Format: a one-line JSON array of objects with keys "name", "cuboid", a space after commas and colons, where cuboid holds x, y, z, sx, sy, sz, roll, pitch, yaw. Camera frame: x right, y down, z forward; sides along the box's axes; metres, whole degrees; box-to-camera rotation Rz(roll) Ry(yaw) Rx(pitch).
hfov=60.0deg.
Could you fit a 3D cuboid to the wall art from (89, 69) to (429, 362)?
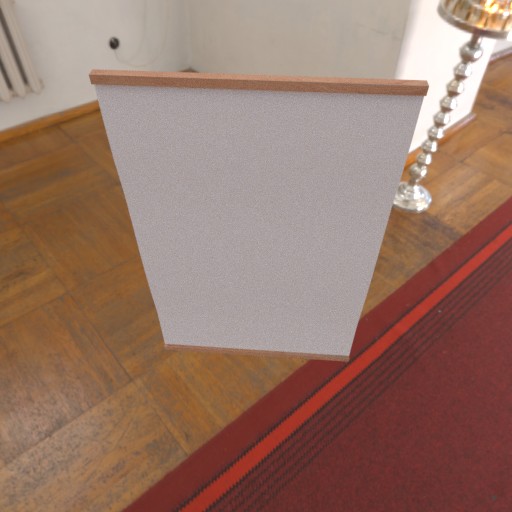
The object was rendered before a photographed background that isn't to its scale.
[{"name": "wall art", "cuboid": [0.000, 0.000, 0.619, 0.332, 0.508, 0.012, 3, 47, 3]}]
